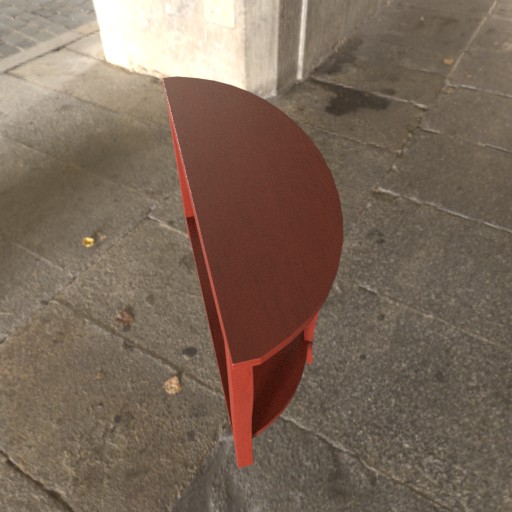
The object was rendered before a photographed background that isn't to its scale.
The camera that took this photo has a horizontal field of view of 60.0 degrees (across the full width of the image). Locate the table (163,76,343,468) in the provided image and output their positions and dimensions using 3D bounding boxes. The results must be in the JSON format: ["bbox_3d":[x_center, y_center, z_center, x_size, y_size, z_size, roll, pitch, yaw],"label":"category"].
[{"bbox_3d":[0.000,0.000,1.564,0.405,0.779,1.219,-11,48,-10],"label":"table"}]
